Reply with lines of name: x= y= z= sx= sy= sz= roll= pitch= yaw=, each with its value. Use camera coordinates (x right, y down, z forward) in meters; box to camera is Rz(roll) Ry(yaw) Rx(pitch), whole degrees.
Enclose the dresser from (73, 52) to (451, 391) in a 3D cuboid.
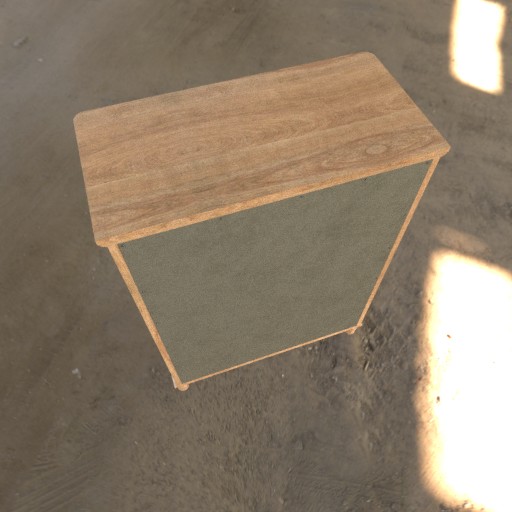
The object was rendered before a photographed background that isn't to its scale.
dresser: x=0.000 y=0.000 z=1.813 sx=0.973 sy=1.318 sz=0.484 roll=-16 pitch=58 yaw=-10
